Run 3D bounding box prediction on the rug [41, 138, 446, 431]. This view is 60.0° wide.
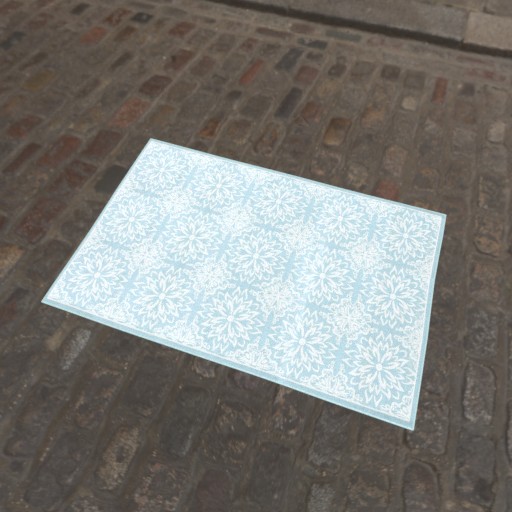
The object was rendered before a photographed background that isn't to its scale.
[{"bbox_3d":[0.000,0.000,2.344,1.840,0.012,1.219,16,60,10],"label":"rug"}]
